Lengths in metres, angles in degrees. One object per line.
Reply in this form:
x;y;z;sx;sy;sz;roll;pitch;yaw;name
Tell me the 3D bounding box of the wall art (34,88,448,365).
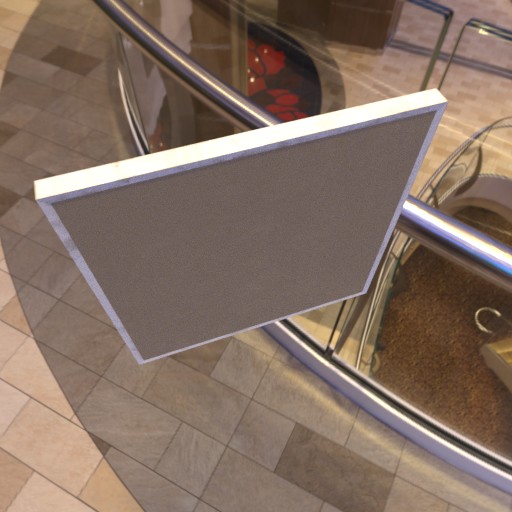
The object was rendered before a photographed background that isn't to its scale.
0.000;0.000;0.737;0.508;0.506;0.029;-16;58;-10;wall art
